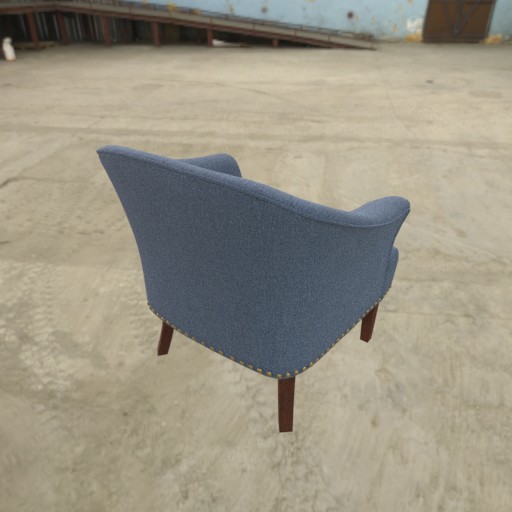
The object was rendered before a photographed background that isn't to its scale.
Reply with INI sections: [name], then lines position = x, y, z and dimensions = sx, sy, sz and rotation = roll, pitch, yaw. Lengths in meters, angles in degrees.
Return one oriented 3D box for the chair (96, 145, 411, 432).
[chair]
position = 0.000, 0.000, 1.416
dimensions = 0.772, 0.815, 0.704
rotation = 22, 37, 32
